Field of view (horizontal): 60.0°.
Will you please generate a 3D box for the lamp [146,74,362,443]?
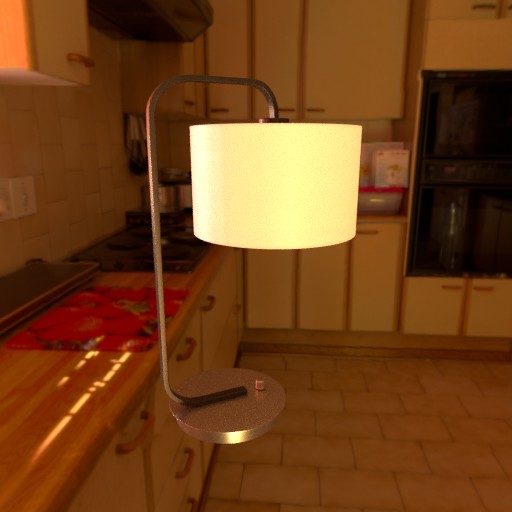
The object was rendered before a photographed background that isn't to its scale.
[{"bbox_3d":[0.000,0.000,0.635,0.288,0.473,0.230,-7,16,-25],"label":"lamp"}]
